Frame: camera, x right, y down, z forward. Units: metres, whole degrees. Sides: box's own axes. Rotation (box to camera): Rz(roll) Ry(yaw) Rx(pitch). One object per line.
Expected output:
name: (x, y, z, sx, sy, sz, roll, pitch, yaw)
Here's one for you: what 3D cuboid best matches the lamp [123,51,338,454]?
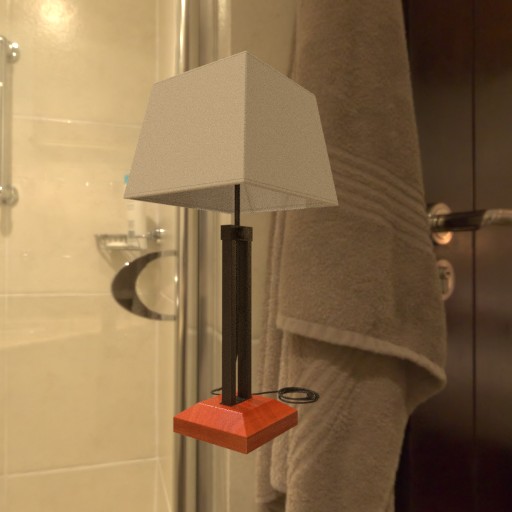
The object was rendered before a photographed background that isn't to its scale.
lamp: (0.000, 0.000, 1.008, 0.310, 0.737, 0.498, -1, -1, 36)
